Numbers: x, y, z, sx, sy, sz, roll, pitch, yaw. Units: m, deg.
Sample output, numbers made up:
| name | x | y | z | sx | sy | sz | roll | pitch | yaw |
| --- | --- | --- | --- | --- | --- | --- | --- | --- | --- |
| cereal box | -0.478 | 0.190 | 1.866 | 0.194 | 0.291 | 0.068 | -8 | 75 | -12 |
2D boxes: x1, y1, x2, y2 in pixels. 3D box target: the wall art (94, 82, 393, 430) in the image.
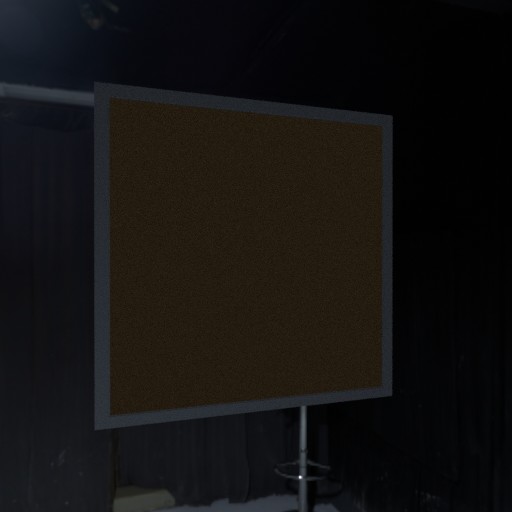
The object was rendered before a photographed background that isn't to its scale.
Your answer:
| name | x | y | z | sx | sy | sz | roll | pitch | yaw |
| --- | --- | --- | --- | --- | --- | --- | --- | --- | --- |
| wall art | 0.000 | 0.000 | 0.740 | 0.506 | 0.506 | 0.038 | 0 | 0 | -18 |
